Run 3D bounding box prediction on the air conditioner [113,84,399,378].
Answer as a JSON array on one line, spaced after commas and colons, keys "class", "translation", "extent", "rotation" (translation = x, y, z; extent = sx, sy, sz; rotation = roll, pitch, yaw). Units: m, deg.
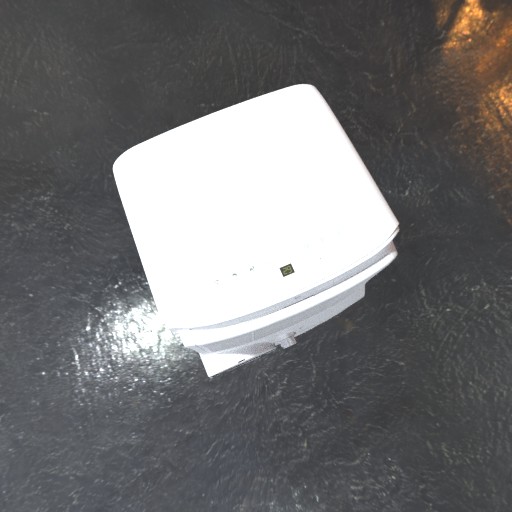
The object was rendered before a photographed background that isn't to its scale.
[{"class": "air conditioner", "translation": [0.000, 0.000, 1.104], "extent": [0.478, 0.765, 0.467], "rotation": [-23, 77, -5]}]
